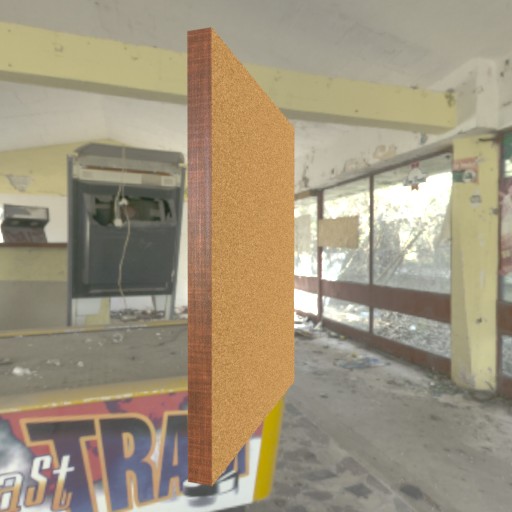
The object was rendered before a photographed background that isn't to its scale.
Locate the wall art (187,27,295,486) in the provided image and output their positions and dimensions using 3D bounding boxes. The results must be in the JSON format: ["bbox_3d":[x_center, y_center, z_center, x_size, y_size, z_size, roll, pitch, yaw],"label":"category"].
[{"bbox_3d":[0.000,0.000,0.775,0.033,0.567,0.467,0,1,18],"label":"wall art"}]
